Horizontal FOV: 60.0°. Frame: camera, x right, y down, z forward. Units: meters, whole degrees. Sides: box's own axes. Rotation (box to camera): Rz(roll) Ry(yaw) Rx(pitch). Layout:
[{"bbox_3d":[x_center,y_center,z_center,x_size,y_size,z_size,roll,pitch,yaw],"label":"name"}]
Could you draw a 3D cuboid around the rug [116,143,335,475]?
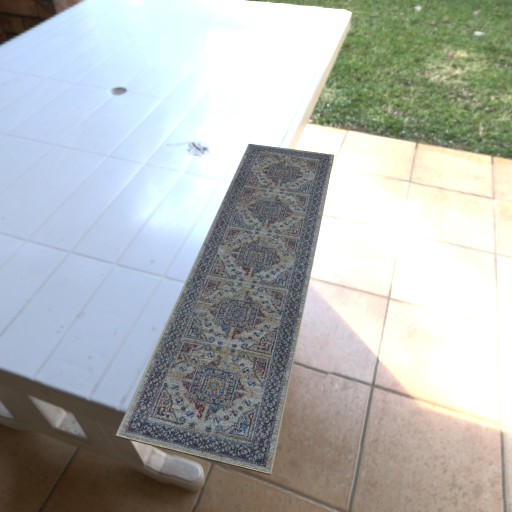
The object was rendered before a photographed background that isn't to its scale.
[{"bbox_3d":[0.000,0.000,2.564,0.661,0.013,2.297,10,47,9],"label":"rug"}]
